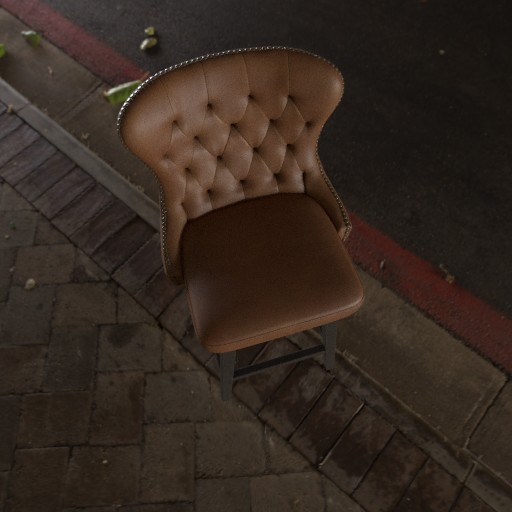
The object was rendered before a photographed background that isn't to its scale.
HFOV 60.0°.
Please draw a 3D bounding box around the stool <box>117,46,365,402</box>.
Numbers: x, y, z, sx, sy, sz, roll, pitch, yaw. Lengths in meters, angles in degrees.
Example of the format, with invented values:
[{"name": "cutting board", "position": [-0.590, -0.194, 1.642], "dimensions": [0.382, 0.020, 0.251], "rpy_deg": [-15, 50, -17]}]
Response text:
[{"name": "stool", "position": [0.000, 0.000, 1.306], "dimensions": [0.528, 0.971, 0.593], "rpy_deg": [-15, 65, -7]}]
